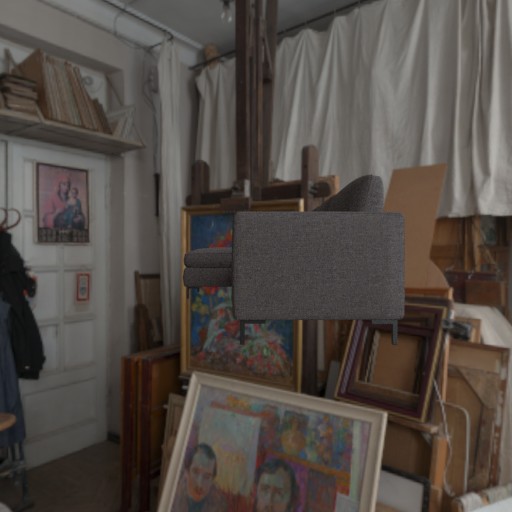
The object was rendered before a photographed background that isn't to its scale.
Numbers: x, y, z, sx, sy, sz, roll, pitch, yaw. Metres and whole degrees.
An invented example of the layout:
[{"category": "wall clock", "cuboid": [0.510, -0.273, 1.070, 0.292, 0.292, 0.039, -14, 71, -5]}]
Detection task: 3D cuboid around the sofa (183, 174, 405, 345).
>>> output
[{"category": "sofa", "cuboid": [0.000, 0.000, 3.219, 1.258, 0.754, 2.731, 0, 0, -1]}]
